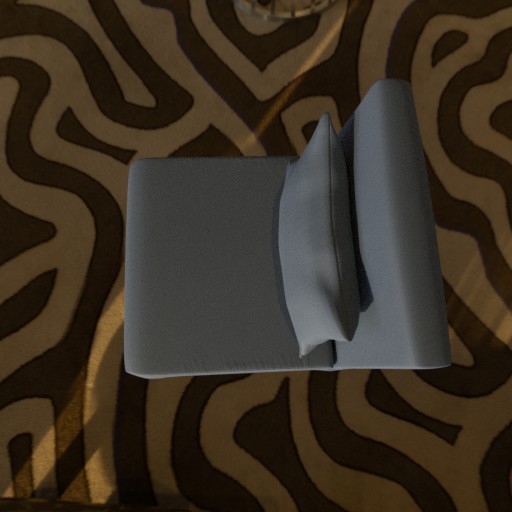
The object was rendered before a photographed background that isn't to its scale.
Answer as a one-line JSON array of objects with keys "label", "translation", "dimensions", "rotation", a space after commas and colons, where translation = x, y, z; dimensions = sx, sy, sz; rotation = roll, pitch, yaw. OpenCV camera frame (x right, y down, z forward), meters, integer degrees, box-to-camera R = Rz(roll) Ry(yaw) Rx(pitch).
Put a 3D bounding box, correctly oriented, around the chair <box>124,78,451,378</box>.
[{"label": "chair", "translation": [0.000, 0.000, 1.478], "dimensions": [0.900, 0.808, 0.770], "rotation": [-3, 76, -1]}]
